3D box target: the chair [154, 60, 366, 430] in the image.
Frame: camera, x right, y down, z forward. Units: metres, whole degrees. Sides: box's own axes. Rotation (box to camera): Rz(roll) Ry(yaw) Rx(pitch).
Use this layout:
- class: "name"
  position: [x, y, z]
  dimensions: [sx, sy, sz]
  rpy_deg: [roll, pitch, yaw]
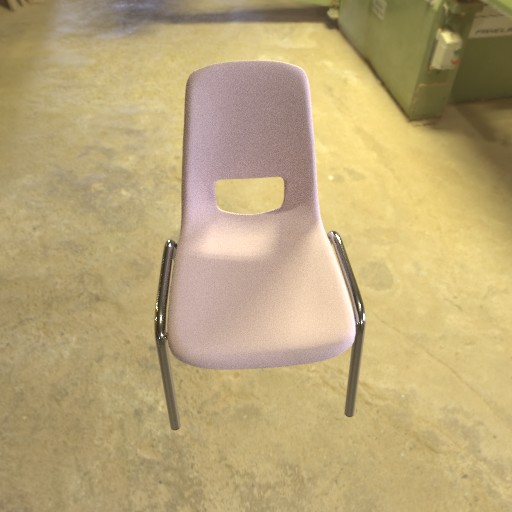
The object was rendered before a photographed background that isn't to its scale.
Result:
- class: "chair"
  position: [0.000, 0.000, 0.786]
  dimensions: [0.354, 0.537, 0.385]
  rpy_deg: [-3, 47, -3]
